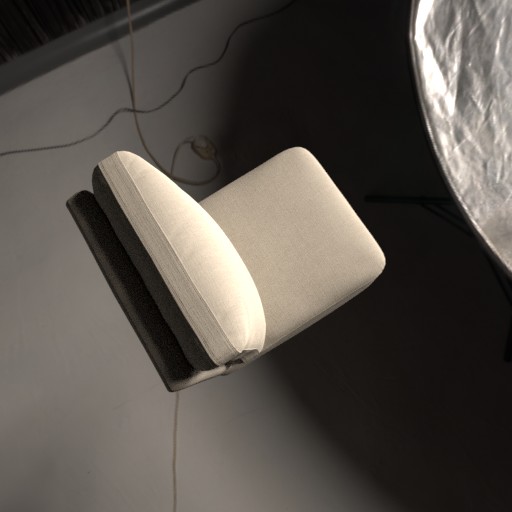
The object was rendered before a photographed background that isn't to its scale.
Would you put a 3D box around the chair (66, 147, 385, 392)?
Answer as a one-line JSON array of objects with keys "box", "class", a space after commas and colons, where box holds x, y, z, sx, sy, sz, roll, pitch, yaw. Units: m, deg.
[{"box": [0.000, 0.000, 1.331, 0.698, 0.927, 0.503, -31, 77, -8], "class": "chair"}]
